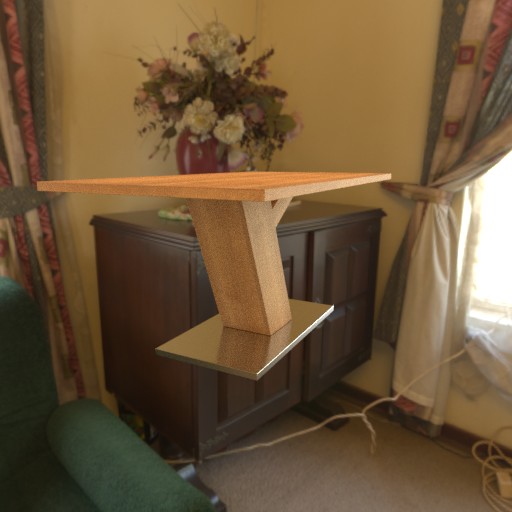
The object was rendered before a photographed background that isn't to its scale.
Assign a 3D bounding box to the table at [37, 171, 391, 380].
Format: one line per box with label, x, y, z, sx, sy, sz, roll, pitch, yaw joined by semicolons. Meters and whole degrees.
table;0.000;0.000;2.124;0.900;0.750;1.600;6;14;27
